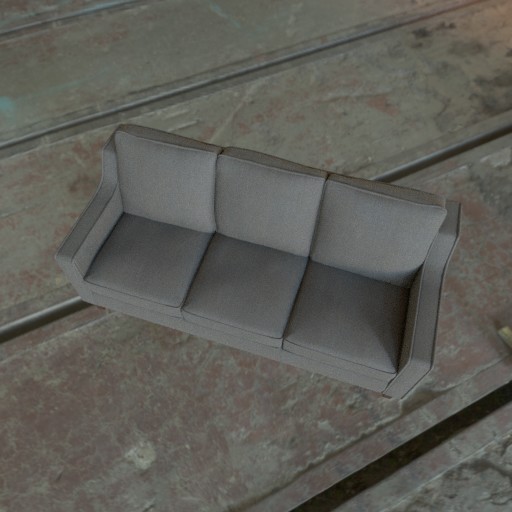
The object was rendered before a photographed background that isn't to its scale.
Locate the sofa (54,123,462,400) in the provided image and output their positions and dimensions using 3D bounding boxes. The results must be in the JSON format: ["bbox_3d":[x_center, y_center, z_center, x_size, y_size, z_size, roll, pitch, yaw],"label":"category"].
[{"bbox_3d":[0.000,0.000,2.539,1.986,0.974,0.911,15,59,10],"label":"sofa"}]
